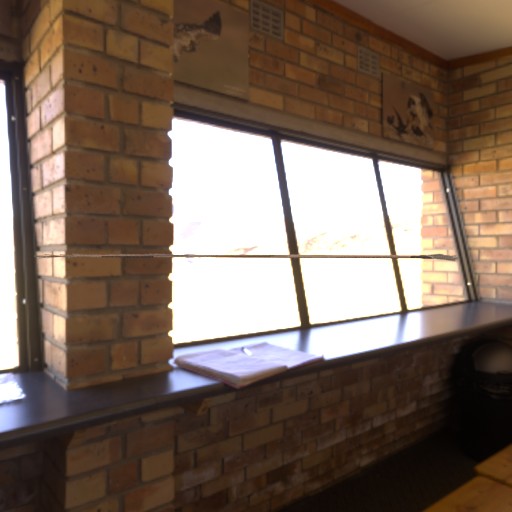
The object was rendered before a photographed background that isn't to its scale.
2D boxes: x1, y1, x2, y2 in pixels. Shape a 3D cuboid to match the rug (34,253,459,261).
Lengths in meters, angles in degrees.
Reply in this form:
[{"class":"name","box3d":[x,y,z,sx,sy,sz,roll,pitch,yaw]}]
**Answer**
[{"class":"rug","box3d":[0.000,0.000,2.521,2.021,0.027,1.224,0,1,20]}]
